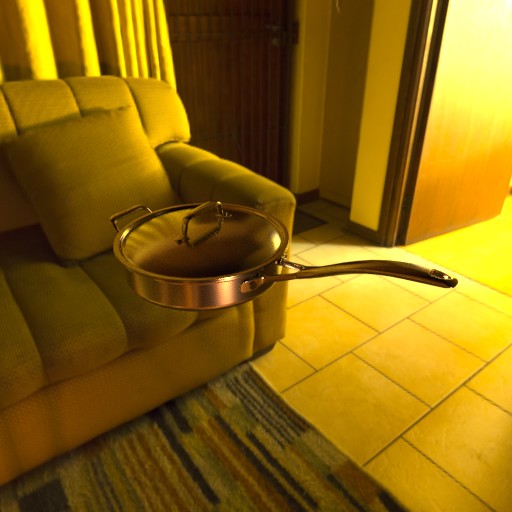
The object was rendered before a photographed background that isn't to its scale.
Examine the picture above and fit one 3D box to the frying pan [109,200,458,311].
[{"bbox_3d":[0.000,0.000,0.673,0.561,0.114,0.280,17,33,28],"label":"frying pan"}]
